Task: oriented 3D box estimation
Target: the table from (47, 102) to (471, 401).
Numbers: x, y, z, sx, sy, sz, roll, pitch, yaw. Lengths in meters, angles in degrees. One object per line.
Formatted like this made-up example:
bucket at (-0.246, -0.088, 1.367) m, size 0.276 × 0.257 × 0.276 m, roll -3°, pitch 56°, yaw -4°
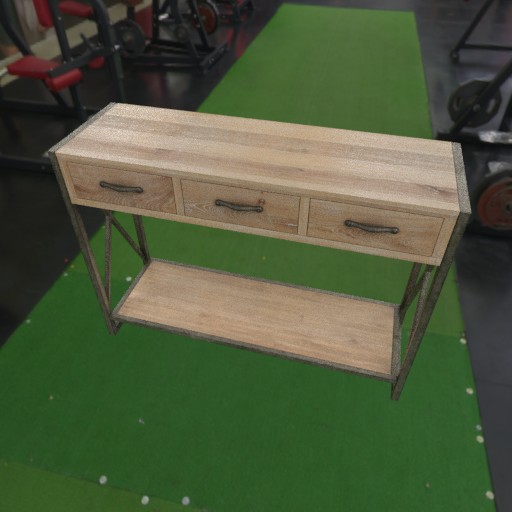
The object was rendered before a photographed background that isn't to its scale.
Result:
table at (0.000, 0.000, 1.436) m, size 1.059 × 0.763 × 0.361 m, roll 10°, pitch 42°, yaw 12°
